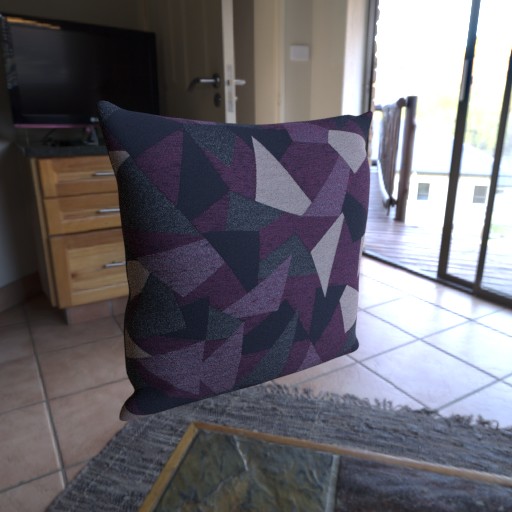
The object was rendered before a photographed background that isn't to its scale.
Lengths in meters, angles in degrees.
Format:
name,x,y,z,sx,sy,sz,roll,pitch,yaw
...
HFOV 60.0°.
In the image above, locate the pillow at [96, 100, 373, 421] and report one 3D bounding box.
name,x,y,z,sx,sy,sz,roll,pitch,yaw
pillow,0.000,0.000,0.764,0.503,0.496,0.208,-9,19,-28
